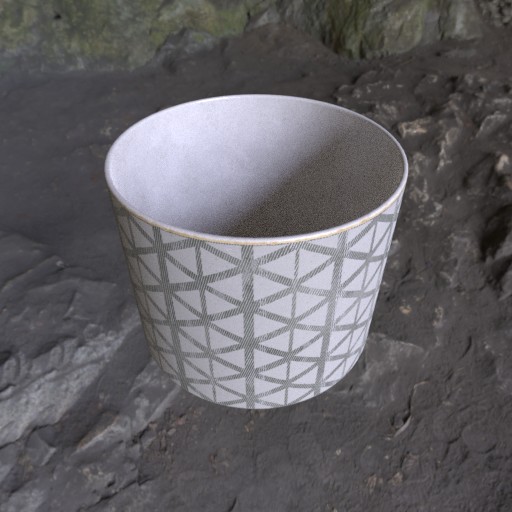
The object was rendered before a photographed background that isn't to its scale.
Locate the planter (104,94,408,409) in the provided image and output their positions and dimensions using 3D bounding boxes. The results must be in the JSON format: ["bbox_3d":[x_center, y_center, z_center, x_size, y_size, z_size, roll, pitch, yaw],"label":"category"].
[{"bbox_3d":[0.000,0.000,0.344,0.190,0.181,0.190,0,41,0],"label":"planter"}]
